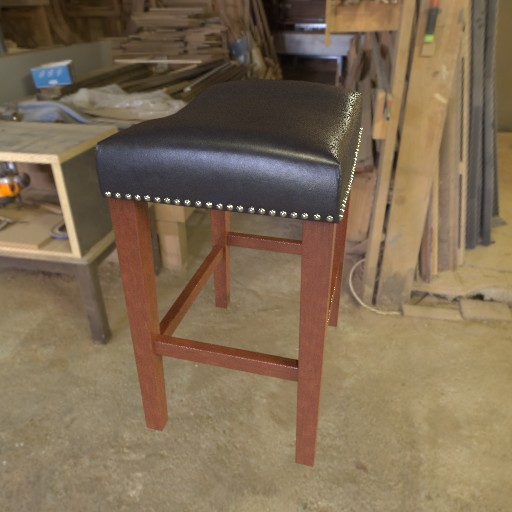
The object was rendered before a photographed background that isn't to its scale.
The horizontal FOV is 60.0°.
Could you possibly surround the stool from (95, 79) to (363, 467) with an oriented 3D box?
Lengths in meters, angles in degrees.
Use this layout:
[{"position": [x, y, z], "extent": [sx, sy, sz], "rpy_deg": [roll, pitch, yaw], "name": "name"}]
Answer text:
[{"position": [0.000, 0.000, 0.957], "extent": [0.372, 0.654, 0.504], "rpy_deg": [8, 31, 13], "name": "stool"}]
